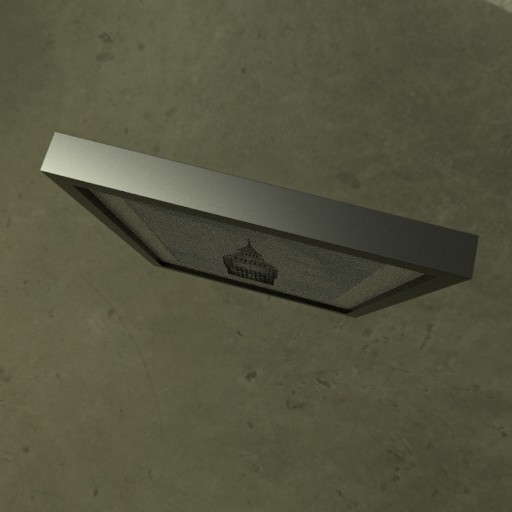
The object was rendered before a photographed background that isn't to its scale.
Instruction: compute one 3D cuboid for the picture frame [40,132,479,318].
[{"bbox_3d":[0.000,0.000,0.514,0.328,0.378,0.034,14,78,3],"label":"picture frame"}]
